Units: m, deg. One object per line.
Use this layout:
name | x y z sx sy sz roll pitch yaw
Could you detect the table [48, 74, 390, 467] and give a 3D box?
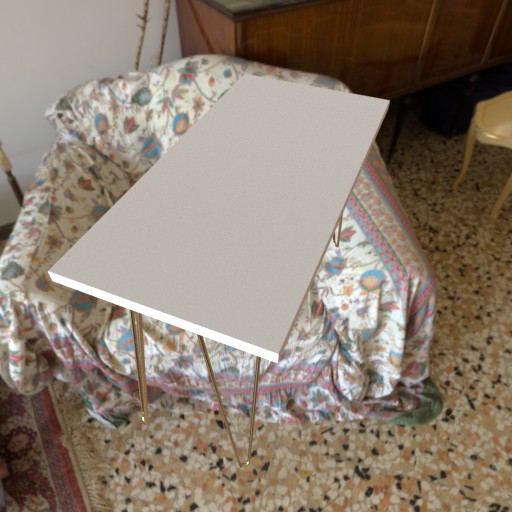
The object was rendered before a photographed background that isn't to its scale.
table | 0.000 0.000 1.378 0.498 0.660 0.991 17 48 16
